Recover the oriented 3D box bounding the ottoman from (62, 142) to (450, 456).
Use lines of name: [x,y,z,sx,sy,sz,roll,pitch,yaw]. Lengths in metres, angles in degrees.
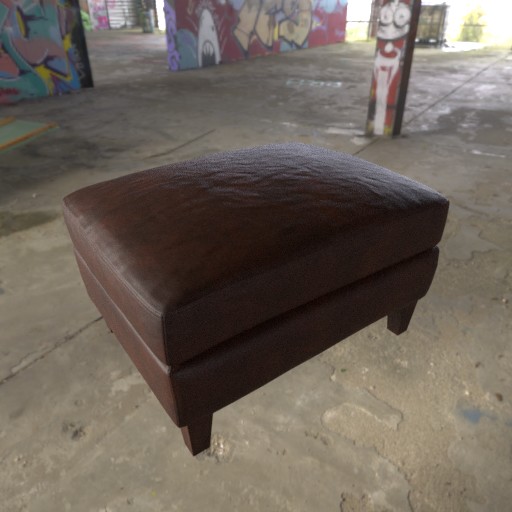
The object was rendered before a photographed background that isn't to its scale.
ottoman: [0.000,0.000,1.271,0.887,0.527,0.659,-20,36,-30]
